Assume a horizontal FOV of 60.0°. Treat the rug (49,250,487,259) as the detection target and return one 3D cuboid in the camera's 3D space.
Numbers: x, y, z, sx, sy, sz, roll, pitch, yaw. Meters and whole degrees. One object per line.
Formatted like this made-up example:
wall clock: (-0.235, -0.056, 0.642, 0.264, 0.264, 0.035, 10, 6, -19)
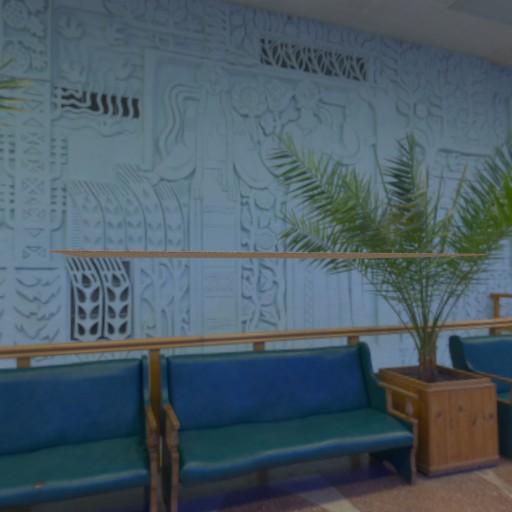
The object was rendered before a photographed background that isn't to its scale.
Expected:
rug: (0.000, 0.000, 2.905, 2.285, 0.006, 1.524, 0, -1, -18)
